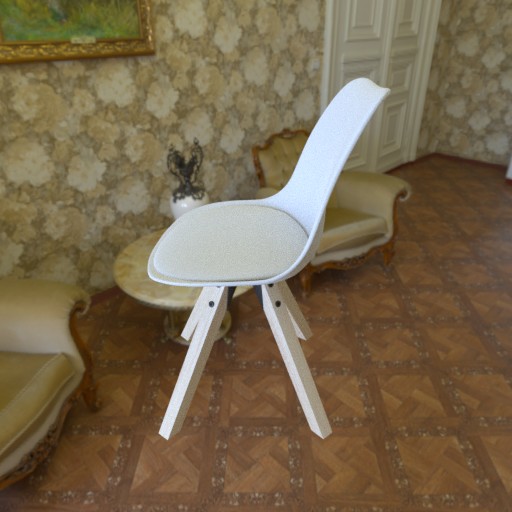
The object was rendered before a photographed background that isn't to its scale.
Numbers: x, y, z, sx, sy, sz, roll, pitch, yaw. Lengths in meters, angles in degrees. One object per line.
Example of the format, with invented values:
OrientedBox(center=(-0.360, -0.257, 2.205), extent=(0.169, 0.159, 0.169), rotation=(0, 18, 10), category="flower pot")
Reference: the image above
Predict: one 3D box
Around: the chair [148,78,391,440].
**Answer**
OrientedBox(center=(0.000, 0.000, 1.161), extent=(0.550, 0.850, 0.485), rotation=(0, 28, 0), category="chair")
